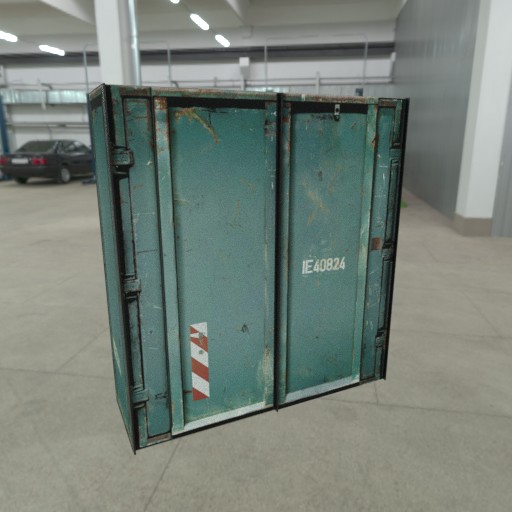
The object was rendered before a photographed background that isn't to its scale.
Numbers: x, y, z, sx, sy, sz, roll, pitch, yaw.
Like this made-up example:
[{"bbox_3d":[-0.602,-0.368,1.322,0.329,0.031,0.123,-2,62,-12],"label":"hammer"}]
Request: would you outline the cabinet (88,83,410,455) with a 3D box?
[{"bbox_3d":[0.000,0.000,3.170,2.000,2.160,0.680,-7,17,-25],"label":"cabinet"}]
